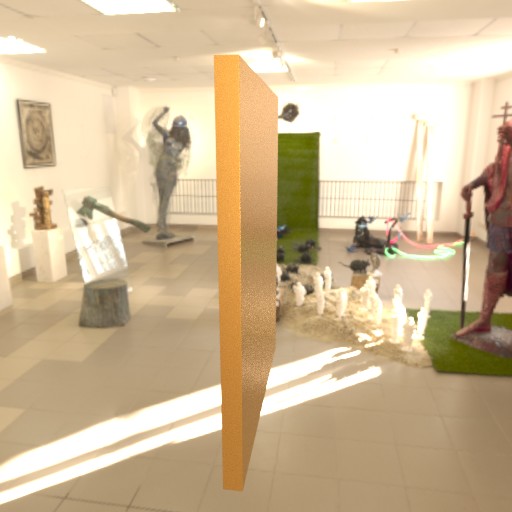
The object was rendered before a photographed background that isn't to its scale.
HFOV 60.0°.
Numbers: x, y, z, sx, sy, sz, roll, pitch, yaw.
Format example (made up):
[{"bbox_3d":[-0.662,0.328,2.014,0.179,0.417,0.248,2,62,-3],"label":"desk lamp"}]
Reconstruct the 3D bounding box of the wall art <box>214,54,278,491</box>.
[{"bbox_3d":[0.000,0.000,1.037,0.038,0.762,0.610,2,14,8],"label":"wall art"}]
